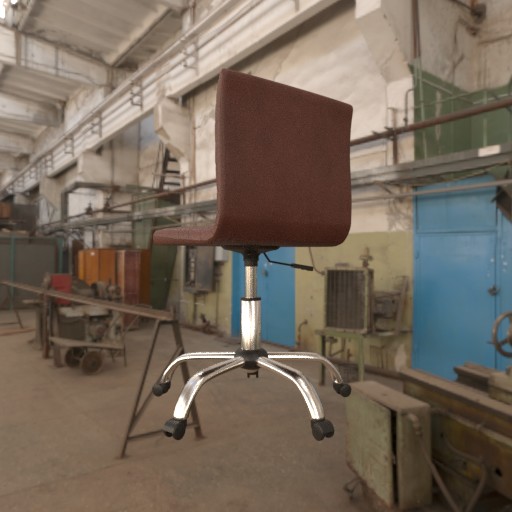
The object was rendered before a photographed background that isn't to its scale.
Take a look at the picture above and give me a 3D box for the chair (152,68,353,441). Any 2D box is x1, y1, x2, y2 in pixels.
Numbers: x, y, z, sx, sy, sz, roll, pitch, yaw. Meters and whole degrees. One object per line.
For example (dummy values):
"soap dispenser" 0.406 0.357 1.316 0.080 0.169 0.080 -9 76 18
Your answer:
"chair" 0.000 0.000 1.146 0.556 0.780 0.530 0 -1 -35
